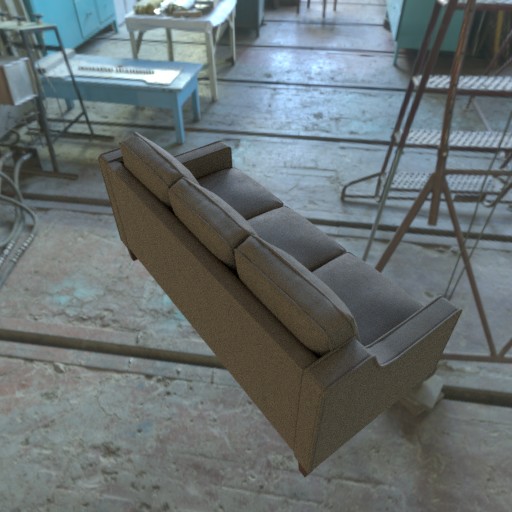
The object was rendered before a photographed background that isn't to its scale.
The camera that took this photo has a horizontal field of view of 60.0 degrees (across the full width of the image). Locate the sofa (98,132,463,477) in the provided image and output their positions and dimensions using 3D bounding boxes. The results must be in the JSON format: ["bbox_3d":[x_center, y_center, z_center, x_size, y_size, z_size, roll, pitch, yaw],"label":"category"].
[{"bbox_3d":[0.000,0.000,2.507,0.911,0.974,1.986,-27,49,-26],"label":"sofa"}]
